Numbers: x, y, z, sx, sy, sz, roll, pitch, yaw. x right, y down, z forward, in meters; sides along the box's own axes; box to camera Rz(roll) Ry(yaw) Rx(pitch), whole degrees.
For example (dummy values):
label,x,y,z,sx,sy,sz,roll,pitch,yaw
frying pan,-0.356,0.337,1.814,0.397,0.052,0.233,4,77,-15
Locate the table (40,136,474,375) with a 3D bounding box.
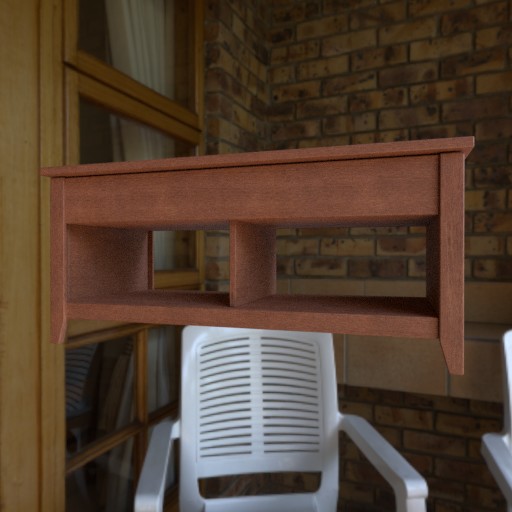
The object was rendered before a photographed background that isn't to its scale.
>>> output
label,x,y,z,sx,sy,sz,roll,pitch,yaw
table,0.000,0.000,1.219,1.016,0.457,0.483,0,0,18
